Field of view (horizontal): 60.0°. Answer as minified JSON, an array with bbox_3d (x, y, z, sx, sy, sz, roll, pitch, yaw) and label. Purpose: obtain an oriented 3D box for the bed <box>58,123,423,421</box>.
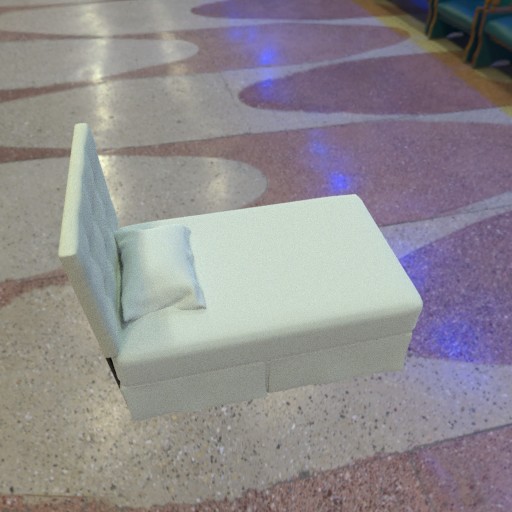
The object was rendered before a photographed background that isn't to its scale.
[{"bbox_3d":[0.000,0.000,2.956,1.997,1.571,1.261,-9,47,-9],"label":"bed"}]
